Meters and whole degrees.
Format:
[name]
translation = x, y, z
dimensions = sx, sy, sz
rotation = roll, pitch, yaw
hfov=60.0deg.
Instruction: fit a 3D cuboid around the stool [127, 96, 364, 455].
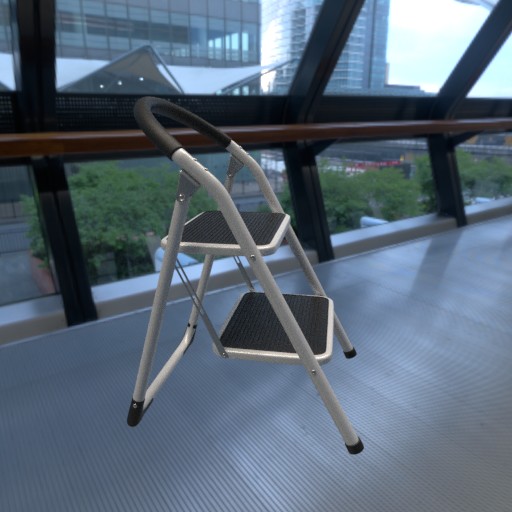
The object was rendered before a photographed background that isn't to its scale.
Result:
[stool]
translation = 0.000, 0.000, 1.116
dimensions = 0.559, 0.760, 0.453
rotation = 3, 17, 10
